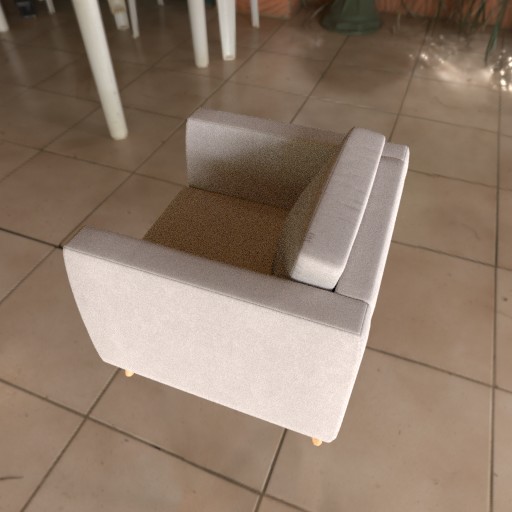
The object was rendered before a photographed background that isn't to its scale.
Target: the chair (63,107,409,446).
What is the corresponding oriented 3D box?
[{"bbox_3d":[0.000,0.000,1.718,0.930,0.860,1.000,15,48,14],"label":"chair"}]
